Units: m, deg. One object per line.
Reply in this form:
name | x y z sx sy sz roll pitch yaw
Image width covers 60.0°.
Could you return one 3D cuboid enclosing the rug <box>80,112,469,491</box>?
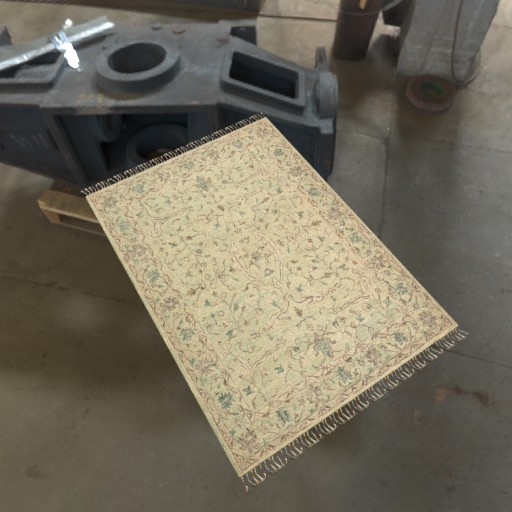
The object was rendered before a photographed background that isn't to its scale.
rug | 0.000 0.000 2.307 1.247 0.008 1.802 -28 63 -16
